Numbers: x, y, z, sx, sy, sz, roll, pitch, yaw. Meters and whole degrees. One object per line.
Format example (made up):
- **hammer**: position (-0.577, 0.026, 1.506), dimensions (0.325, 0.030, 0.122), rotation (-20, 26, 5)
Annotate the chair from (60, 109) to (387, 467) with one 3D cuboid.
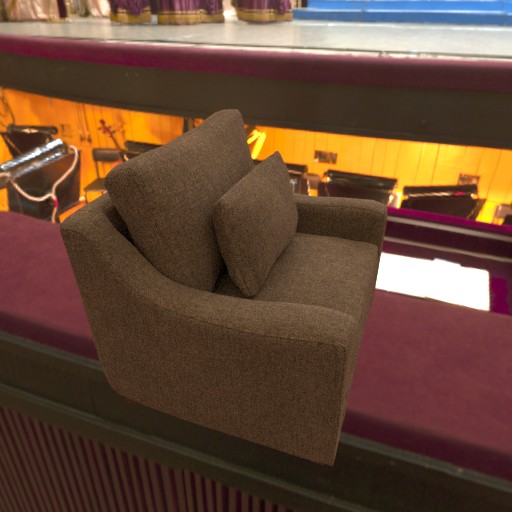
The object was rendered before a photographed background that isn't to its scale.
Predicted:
- **chair**: position (0.000, 0.000, 1.922), dimensions (1.009, 1.037, 1.138), rotation (11, 32, 17)
